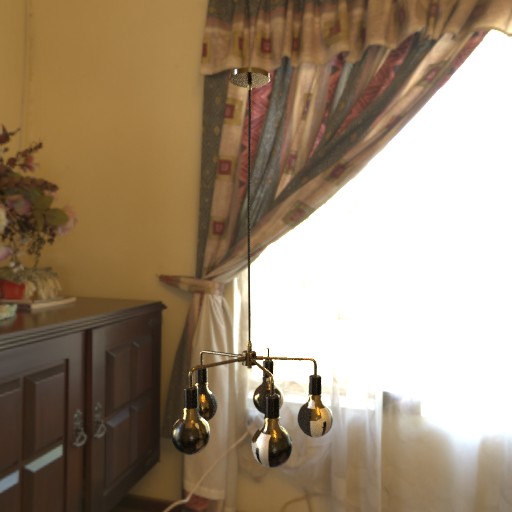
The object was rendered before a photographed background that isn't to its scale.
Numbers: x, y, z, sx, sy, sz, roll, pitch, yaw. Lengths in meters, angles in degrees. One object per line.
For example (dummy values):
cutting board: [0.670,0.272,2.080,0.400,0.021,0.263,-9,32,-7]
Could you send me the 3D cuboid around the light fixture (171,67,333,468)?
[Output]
light fixture: [0.000,0.000,1.215,0.421,0.988,0.438,0,0,0]
